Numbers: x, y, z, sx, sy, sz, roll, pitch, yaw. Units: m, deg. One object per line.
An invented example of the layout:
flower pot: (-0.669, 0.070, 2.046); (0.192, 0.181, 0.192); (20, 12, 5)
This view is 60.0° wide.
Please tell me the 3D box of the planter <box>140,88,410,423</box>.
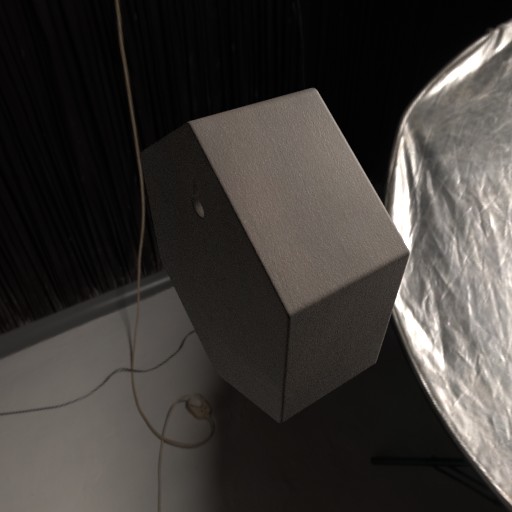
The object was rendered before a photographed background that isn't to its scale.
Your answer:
planter: (0.000, 0.000, 0.292); (0.077, 0.206, 0.169); (-24, 47, -24)
